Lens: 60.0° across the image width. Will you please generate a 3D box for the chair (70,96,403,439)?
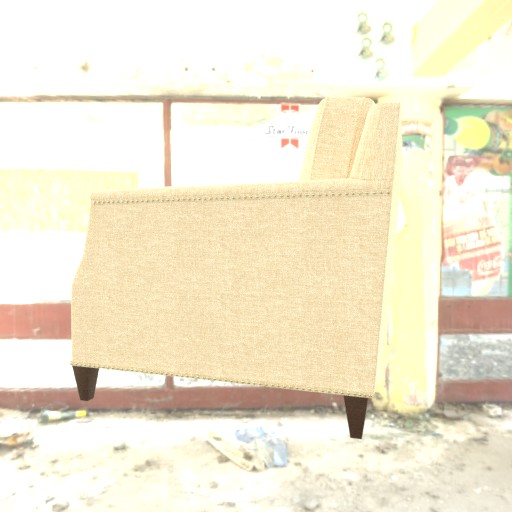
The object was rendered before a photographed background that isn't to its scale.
[{"bbox_3d":[0.000,0.000,1.674,1.041,0.940,0.838,1,2,19],"label":"chair"}]
